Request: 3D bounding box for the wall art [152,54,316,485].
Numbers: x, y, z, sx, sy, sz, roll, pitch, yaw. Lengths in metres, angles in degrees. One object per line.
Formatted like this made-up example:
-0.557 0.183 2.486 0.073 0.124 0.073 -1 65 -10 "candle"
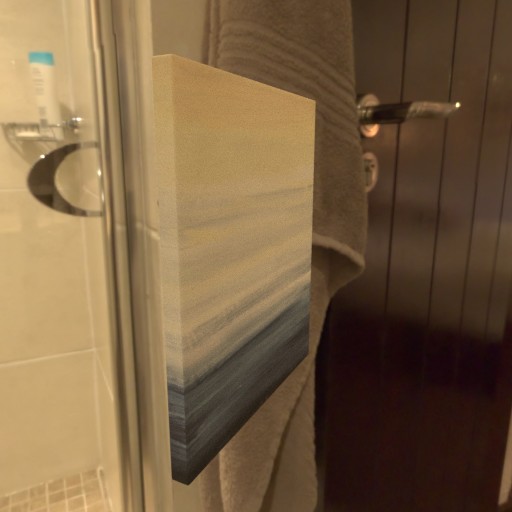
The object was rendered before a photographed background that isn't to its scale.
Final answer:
0.000 0.000 0.974 0.041 0.710 0.608 6 14 26 "wall art"
